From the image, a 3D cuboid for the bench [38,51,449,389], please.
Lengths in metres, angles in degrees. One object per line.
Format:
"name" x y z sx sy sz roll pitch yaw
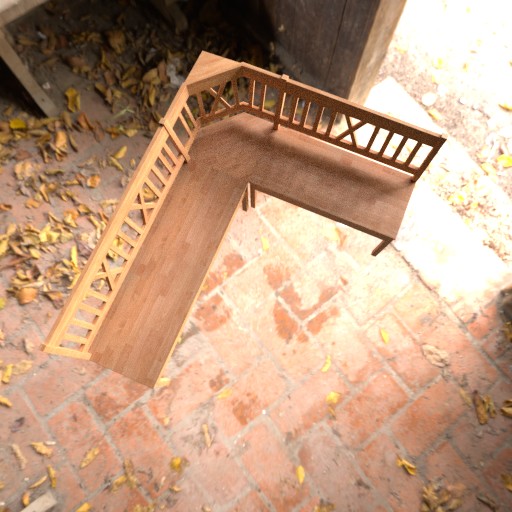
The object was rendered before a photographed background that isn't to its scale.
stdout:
"bench" 0.000 0.000 2.784 1.537 0.902 1.937 22 77 5
